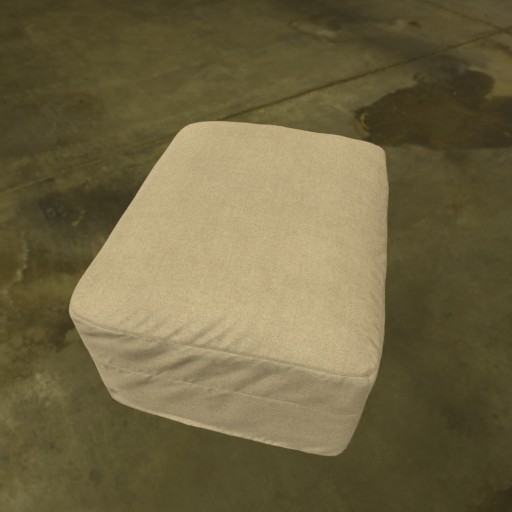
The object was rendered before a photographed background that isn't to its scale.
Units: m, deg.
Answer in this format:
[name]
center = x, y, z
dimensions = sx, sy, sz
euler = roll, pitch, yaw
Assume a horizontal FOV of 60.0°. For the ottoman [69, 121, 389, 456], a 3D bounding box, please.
[ottoman]
center = 0.000, 0.000, 1.251
dimensions = 0.683, 0.481, 0.837
euler = 9, 48, 9
